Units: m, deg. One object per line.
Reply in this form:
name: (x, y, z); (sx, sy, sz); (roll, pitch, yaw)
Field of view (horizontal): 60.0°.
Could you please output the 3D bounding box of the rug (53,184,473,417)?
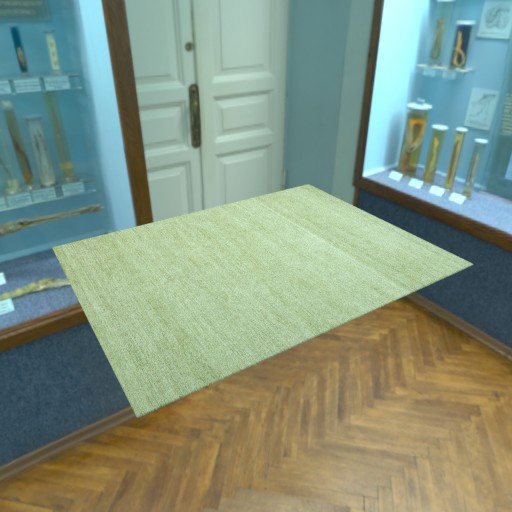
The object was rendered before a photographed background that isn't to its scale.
rug: (0.000, 0.000, 4.214); (3.198, 0.016, 2.425); (-18, 35, -28)
